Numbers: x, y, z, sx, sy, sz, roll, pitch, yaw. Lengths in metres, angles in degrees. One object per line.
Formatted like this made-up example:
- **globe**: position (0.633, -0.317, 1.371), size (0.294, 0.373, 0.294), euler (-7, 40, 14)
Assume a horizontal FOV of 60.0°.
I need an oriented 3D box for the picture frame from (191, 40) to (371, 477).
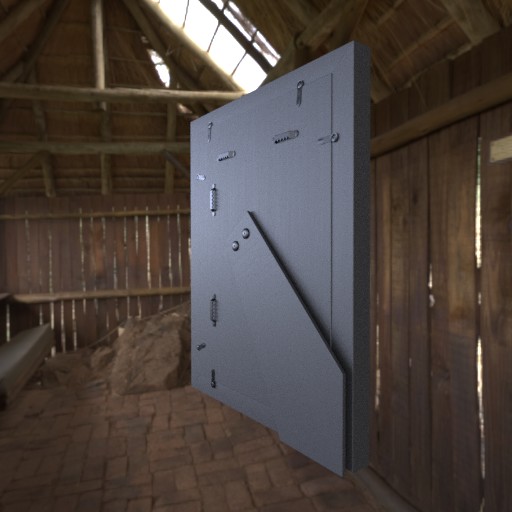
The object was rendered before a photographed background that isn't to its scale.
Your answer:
- **picture frame**: position (0.000, 0.000, 0.519), size (0.036, 0.383, 0.307), euler (-1, 1, -36)
